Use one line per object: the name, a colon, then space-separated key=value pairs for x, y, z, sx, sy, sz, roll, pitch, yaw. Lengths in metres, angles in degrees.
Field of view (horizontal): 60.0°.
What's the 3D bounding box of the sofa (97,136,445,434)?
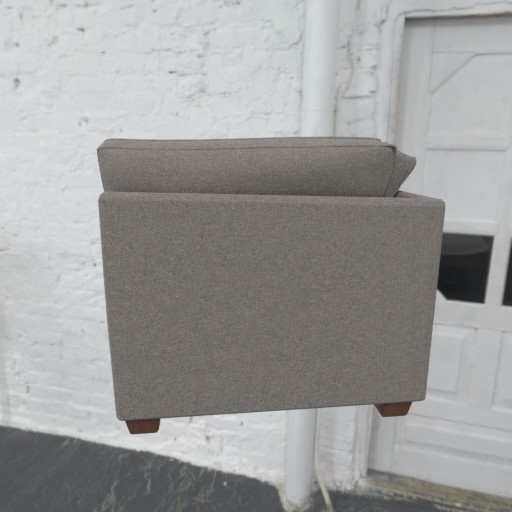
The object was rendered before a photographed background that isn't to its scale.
sofa: x=0.000 y=0.000 z=1.851 sx=1.042 sy=0.951 sz=1.050 roll=-2 pitch=14 yaw=-7
